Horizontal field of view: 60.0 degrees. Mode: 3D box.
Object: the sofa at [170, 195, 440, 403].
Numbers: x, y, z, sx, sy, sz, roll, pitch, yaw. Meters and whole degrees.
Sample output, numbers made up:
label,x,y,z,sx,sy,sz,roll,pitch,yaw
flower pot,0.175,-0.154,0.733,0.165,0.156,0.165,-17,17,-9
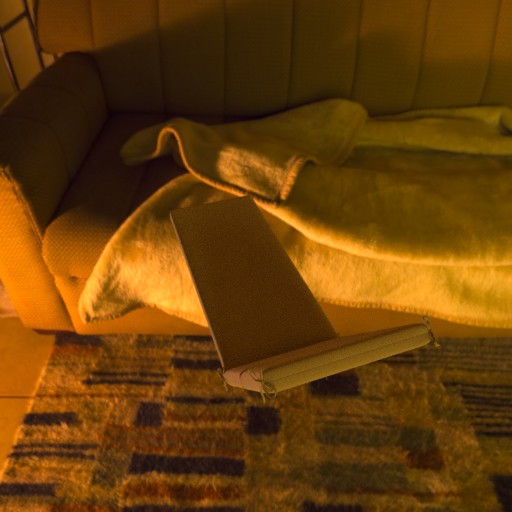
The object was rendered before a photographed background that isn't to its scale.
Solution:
label,x,y,z,sx,sy,sz,roll,pitch,yaw
sofa,0.000,0.000,1.958,0.582,0.622,1.663,-13,43,-15
